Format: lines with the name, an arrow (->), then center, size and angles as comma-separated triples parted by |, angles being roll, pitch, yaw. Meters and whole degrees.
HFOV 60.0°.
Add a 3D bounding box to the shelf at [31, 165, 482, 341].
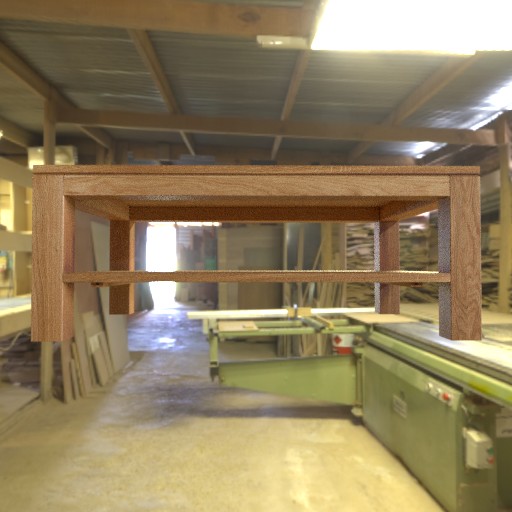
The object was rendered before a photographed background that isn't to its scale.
shelf -> 0.000, 0.000, 1.484 | 1.150, 0.450, 0.700 | 0, -1, -1
